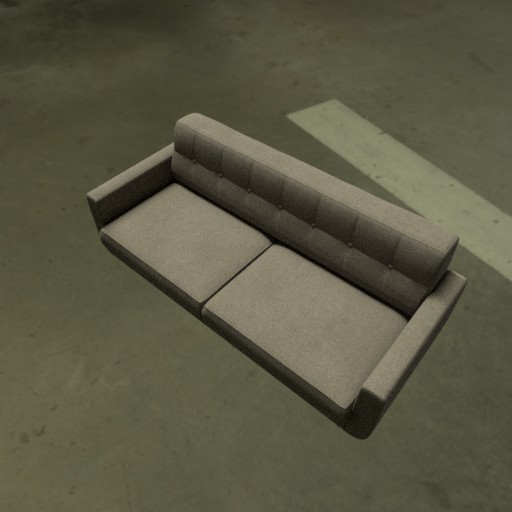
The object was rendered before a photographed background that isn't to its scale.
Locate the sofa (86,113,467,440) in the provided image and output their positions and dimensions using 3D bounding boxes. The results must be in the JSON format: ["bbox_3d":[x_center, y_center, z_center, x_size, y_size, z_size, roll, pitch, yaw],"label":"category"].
[{"bbox_3d":[0.000,0.000,2.536,2.029,0.841,0.909,32,54,26],"label":"sofa"}]
